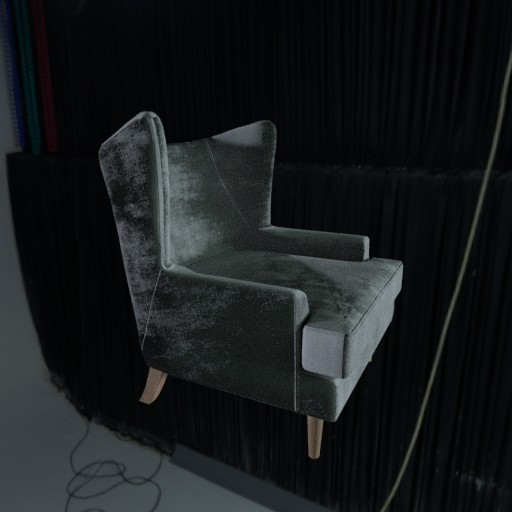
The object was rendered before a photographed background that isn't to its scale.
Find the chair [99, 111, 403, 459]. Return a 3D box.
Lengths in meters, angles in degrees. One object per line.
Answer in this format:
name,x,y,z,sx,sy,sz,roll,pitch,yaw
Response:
chair,0.000,0.000,1.576,0.906,0.950,0.784,8,17,26
